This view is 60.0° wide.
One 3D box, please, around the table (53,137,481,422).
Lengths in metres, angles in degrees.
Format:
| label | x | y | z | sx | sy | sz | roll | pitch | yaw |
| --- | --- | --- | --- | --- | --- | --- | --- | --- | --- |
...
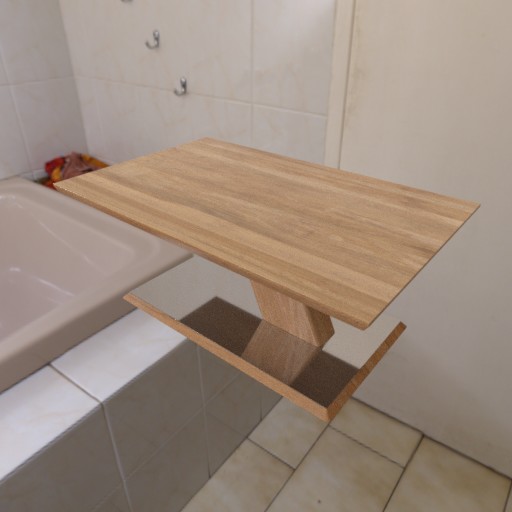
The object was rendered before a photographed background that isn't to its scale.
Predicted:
| label | x | y | z | sx | sy | sz | roll | pitch | yaw |
| --- | --- | --- | --- | --- | --- | --- | --- | --- | --- |
| table | 0.000 | 0.000 | 1.451 | 1.100 | 0.441 | 0.692 | 23 | 37 | 33 |
